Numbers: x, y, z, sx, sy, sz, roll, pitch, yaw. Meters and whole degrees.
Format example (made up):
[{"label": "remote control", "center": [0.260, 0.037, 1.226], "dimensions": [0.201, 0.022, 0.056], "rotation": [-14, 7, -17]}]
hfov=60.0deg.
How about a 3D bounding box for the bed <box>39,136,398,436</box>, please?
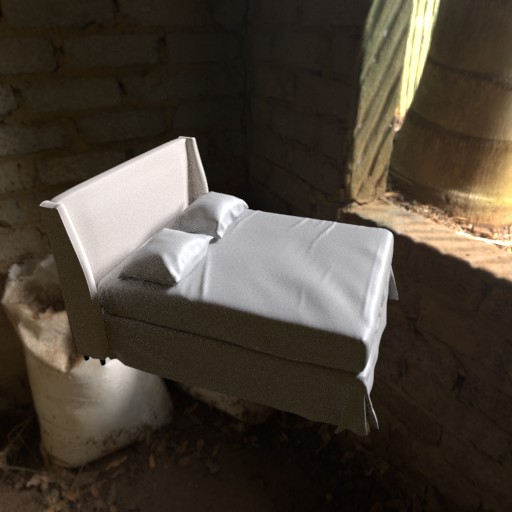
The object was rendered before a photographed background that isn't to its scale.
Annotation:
[{"label": "bed", "center": [0.000, 0.000, 3.557], "dimensions": [2.276, 1.332, 1.925], "rotation": [10, 30, 18]}]
